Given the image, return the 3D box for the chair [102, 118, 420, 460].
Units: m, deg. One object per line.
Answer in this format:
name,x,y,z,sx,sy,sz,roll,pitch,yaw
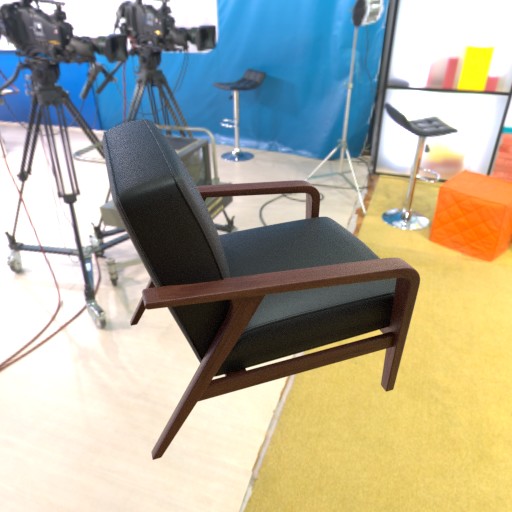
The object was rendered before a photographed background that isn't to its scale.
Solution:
chair,0.000,0.000,1.502,0.889,0.861,0.719,-10,32,-16
